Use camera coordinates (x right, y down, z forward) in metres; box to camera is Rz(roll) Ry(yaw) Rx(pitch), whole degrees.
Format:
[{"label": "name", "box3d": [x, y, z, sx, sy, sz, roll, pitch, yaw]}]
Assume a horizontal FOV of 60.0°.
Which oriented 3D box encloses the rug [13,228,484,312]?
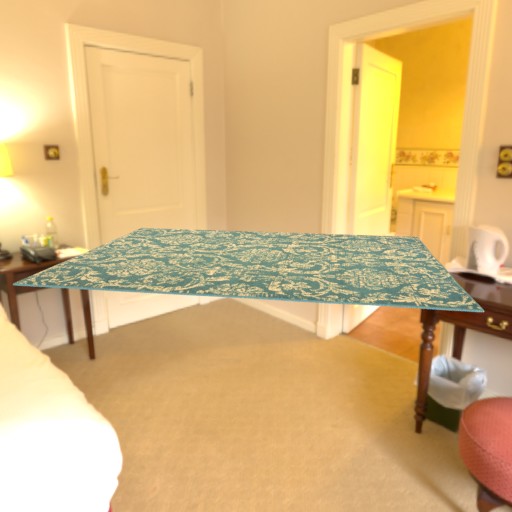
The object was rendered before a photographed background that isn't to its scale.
[{"label": "rug", "box3d": [0.000, 0.000, 2.776, 2.205, 0.012, 1.554, 2, 14, 9]}]
